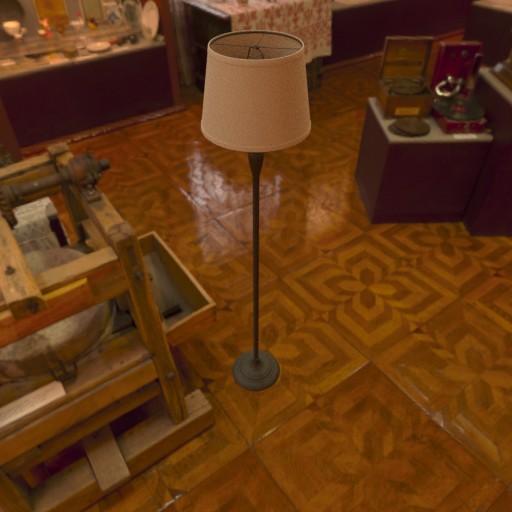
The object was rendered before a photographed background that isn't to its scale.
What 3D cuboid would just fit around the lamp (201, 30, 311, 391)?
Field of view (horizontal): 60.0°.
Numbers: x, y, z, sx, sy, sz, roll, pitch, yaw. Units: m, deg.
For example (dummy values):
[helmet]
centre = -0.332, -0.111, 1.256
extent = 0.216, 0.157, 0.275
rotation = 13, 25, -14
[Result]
[lamp]
centre = 0.000, 0.000, 1.674
extent = 0.327, 1.506, 0.327
rotation = -24, 47, -24
